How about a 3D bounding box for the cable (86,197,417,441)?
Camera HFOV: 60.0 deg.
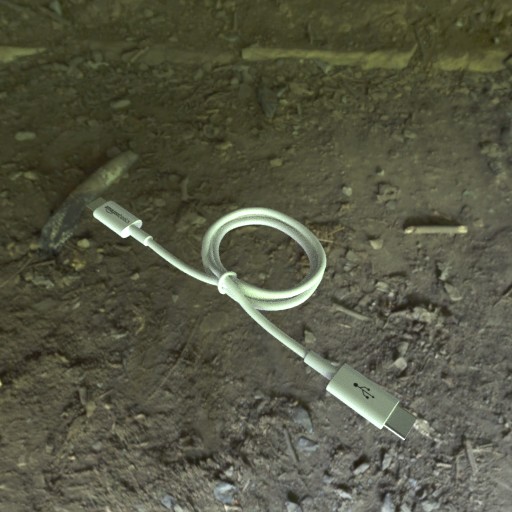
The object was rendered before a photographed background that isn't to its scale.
[{"bbox_3d":[0.000,0.000,0.226,0.203,0.014,0.070,32,55,26],"label":"cable"}]
